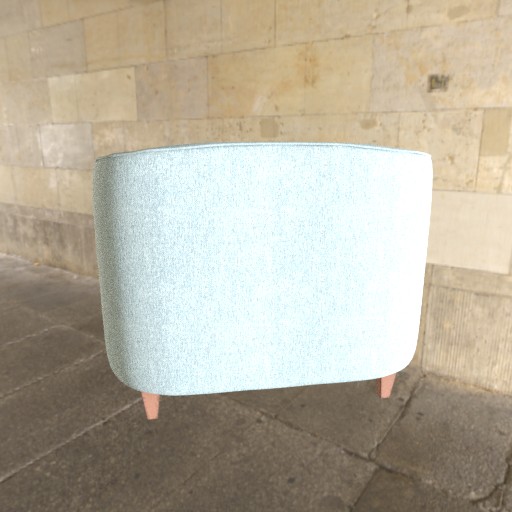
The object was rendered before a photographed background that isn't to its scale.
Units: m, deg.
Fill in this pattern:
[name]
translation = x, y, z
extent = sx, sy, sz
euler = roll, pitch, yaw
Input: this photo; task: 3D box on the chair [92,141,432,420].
[chair]
translation = 0.000, 0.000, 1.711
extent = 1.094, 0.852, 0.945
euler = -2, 14, -9
